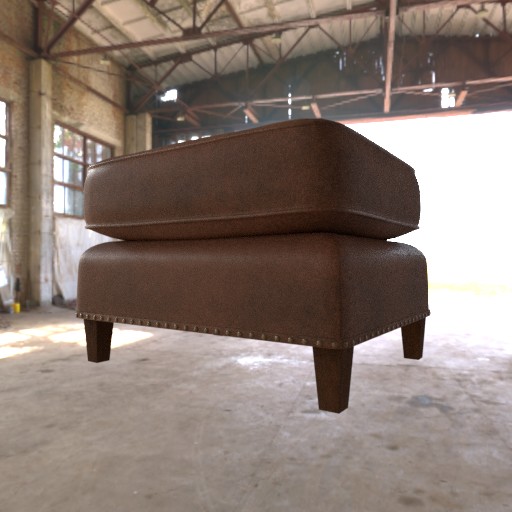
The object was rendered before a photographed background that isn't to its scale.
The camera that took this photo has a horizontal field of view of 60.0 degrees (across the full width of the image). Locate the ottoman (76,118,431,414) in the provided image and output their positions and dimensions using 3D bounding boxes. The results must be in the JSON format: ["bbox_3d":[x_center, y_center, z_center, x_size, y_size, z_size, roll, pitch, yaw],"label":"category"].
[{"bbox_3d":[0.000,0.000,1.146,0.738,0.537,0.589,-1,-1,35],"label":"ottoman"}]
